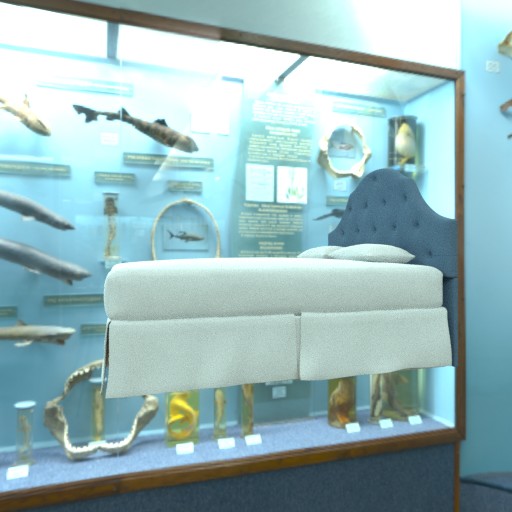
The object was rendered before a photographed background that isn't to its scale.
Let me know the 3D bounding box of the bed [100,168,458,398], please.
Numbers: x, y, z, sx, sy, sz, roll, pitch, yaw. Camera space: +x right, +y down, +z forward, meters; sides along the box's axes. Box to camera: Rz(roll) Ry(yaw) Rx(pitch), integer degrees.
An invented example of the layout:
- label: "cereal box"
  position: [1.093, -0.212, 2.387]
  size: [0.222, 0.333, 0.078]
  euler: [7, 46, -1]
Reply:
- label: "bed"
  position: [0.000, 0.000, 3.793]
  size: [2.477, 1.617, 2.039]
  euler: [0, 0, -17]
